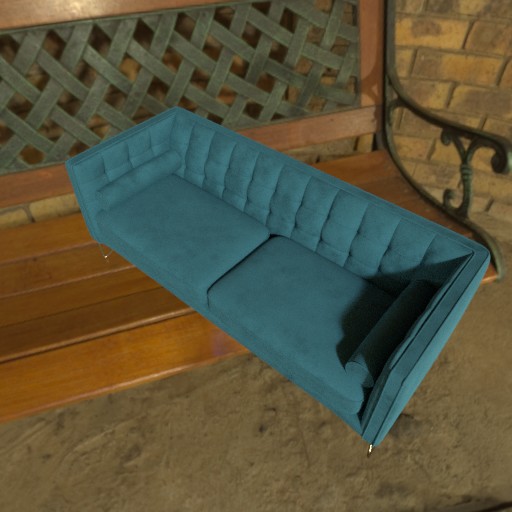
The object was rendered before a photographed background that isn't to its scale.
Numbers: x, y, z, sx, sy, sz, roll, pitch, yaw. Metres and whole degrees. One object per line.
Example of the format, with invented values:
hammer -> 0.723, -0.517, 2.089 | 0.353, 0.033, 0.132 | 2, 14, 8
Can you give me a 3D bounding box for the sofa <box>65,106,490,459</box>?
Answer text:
sofa -> 0.000, 0.000, 2.461 | 2.087, 0.789, 0.867 | 31, 53, 27
